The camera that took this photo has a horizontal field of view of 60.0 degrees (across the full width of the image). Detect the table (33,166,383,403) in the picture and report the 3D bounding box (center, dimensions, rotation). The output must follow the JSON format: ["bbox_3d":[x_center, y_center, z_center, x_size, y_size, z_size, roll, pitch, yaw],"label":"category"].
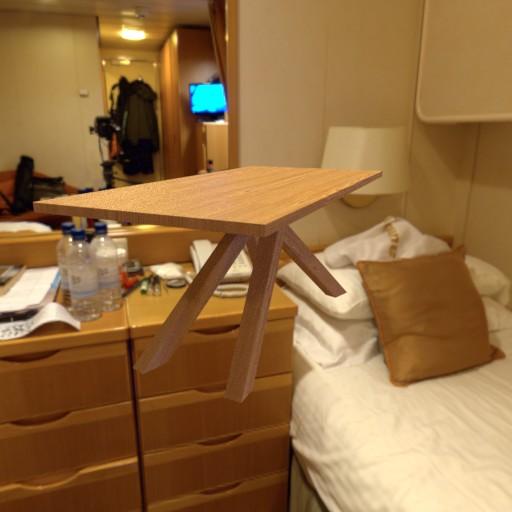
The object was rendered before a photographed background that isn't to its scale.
[{"bbox_3d":[0.000,0.000,2.268,0.901,0.750,1.797,7,17,24],"label":"table"}]
